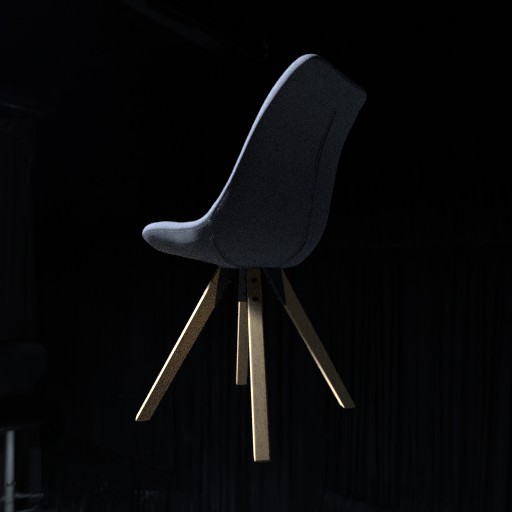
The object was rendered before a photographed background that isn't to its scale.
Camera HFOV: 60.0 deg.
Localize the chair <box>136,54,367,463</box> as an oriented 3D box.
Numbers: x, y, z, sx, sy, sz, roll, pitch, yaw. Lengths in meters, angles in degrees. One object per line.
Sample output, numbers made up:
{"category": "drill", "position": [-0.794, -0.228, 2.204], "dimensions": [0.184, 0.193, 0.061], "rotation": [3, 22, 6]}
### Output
{"category": "chair", "position": [0.000, 0.000, 1.188], "dimensions": [0.550, 0.850, 0.485], "rotation": [0, -1, 37]}
